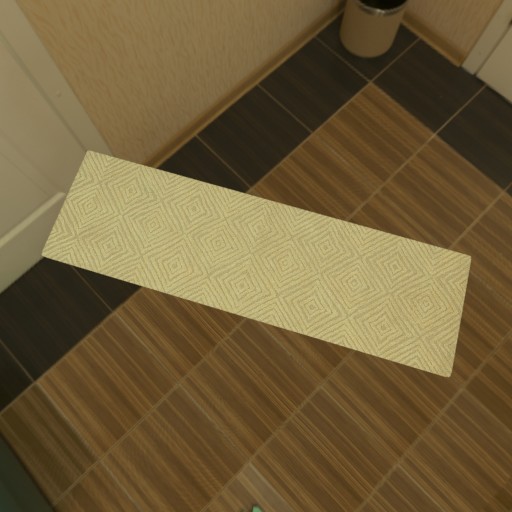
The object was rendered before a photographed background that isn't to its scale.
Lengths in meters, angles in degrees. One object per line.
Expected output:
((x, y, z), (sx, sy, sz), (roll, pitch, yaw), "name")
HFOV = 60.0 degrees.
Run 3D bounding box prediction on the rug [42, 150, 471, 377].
((0.000, 0.000, 2.445), (2.277, 0.008, 0.676), (16, 75, 4), "rug")
